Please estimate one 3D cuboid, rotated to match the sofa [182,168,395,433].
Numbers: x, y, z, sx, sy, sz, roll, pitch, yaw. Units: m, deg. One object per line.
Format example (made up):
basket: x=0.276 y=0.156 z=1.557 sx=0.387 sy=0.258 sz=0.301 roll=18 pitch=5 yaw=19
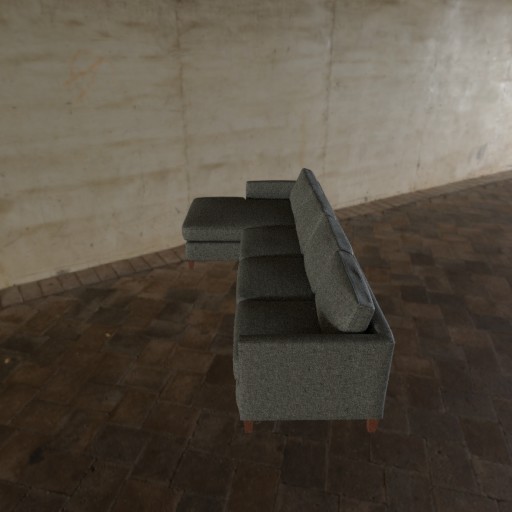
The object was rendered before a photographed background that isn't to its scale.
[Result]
sofa: x=0.000 y=0.000 z=4.222 sx=1.635 sy=0.960 sz=3.485 roll=0 pitch=25 yaw=0
